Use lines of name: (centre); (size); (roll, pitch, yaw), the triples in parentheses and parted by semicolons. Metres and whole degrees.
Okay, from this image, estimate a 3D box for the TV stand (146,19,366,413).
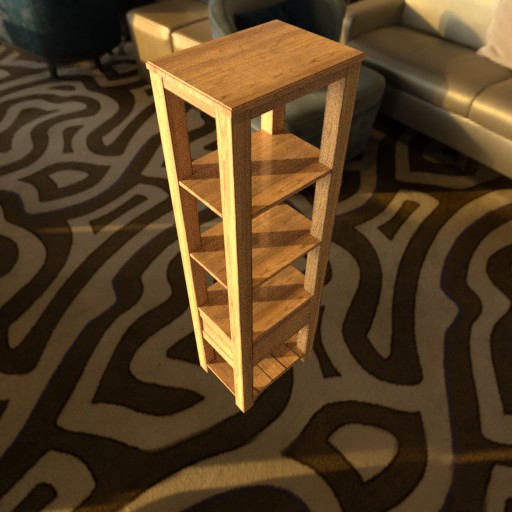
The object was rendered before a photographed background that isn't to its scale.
TV stand: (0.000, 0.000, 2.062); (0.565, 1.828, 0.435); (-33, 54, -28)
